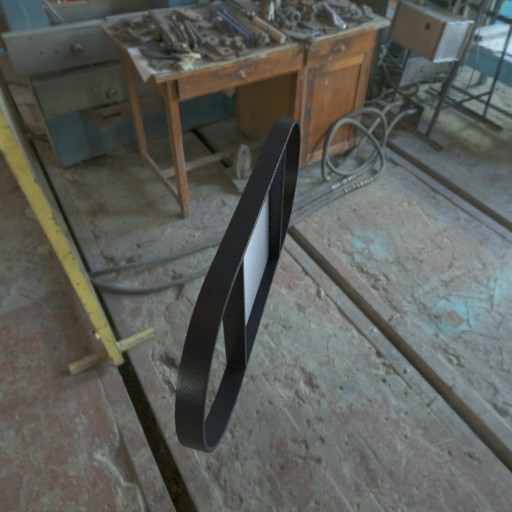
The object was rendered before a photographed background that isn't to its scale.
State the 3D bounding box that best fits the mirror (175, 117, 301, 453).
[{"bbox_3d":[0.000,0.000,0.682,0.032,0.254,0.584,10,47,10],"label":"mirror"}]
